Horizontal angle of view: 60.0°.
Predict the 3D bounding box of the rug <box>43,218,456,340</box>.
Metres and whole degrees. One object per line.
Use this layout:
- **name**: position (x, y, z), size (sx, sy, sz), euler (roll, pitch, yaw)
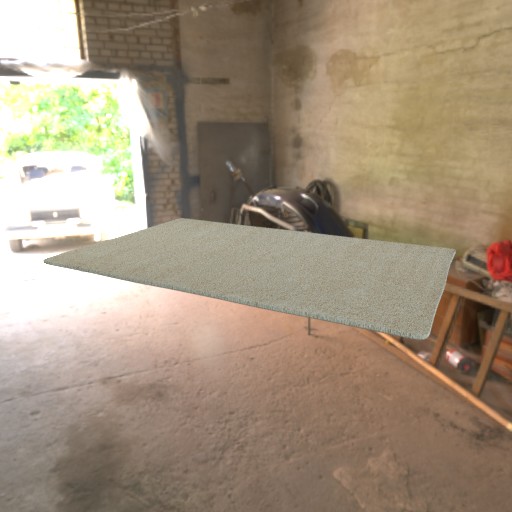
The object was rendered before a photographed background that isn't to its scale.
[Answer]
- **rug**: position (0.000, 0.000, 2.956), size (2.349, 0.026, 1.500), euler (8, 18, 26)
